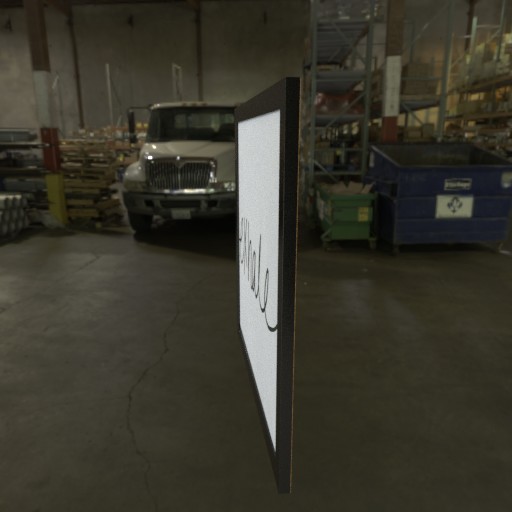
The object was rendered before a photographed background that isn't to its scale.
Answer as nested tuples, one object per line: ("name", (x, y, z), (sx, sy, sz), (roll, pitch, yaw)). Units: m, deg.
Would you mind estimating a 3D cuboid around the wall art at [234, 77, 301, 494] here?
("wall art", (0.000, 0.000, 0.662), (0.014, 0.445, 0.446), (-2, 15, -8))
